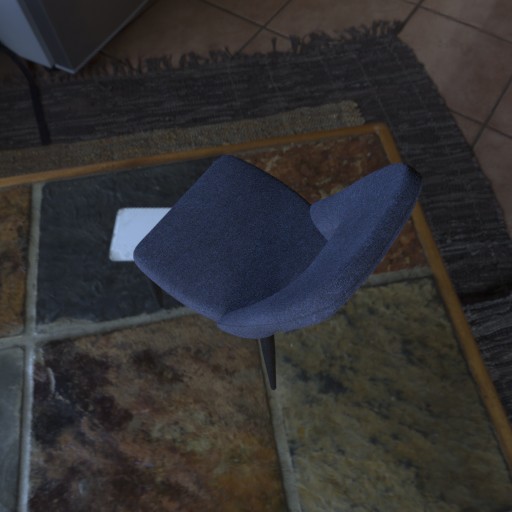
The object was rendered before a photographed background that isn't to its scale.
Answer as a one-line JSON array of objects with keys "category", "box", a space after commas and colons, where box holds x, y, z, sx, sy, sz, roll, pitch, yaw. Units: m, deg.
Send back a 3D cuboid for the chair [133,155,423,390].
[{"category": "chair", "box": [0.000, 0.000, 1.274, 0.612, 0.931, 0.470, 33, 69, 14]}]
